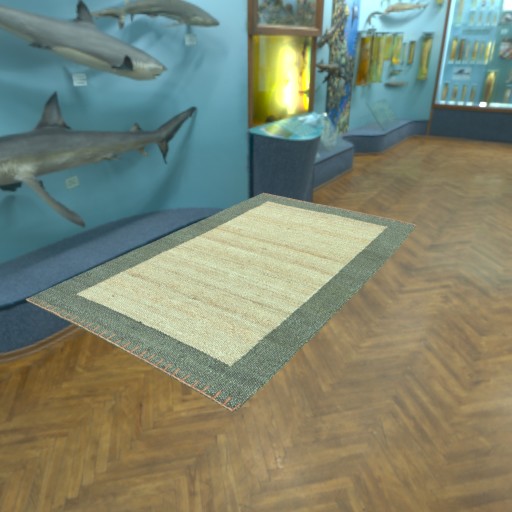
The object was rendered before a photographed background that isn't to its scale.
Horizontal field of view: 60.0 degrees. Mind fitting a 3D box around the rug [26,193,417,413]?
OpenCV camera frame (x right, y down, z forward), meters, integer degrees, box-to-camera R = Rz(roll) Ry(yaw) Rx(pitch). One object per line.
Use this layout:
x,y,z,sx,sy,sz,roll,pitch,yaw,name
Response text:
0.000,0.000,3.018,1.521,0.006,2.435,17,30,31,rug
